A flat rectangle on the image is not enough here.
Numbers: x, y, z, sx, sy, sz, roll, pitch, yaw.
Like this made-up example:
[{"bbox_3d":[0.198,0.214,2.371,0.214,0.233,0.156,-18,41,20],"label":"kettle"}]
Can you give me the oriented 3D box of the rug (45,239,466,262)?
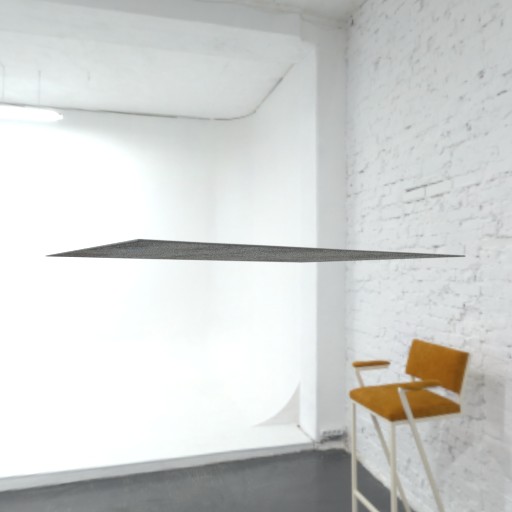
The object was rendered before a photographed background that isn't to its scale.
[{"bbox_3d":[0.000,0.000,4.296,3.307,0.013,2.393,2,-3,-36],"label":"rug"}]
